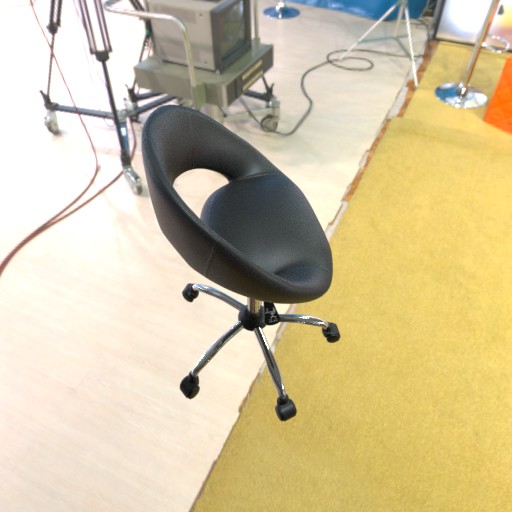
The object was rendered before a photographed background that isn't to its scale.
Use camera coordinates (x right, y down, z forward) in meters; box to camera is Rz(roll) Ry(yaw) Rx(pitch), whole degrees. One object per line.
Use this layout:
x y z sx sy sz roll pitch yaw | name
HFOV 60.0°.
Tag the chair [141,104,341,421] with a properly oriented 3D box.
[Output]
0.000 0.000 1.192 0.538 0.791 0.612 -10 48 -9 | chair
